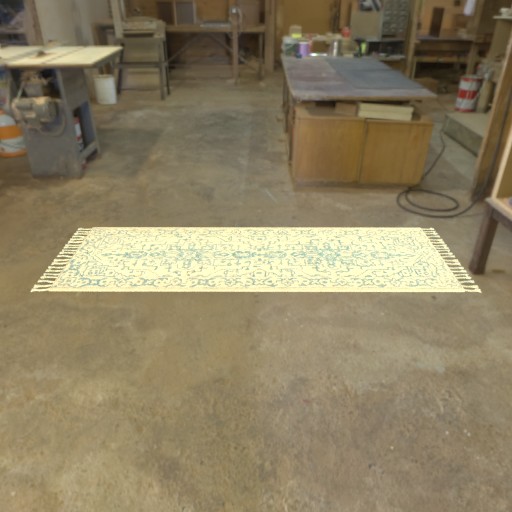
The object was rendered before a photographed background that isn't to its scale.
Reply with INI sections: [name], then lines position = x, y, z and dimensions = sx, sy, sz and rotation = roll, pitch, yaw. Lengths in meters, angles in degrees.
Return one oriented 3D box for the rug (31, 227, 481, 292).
[rug]
position = 0.000, 0.000, 2.726
dimensions = 2.449, 0.011, 0.774
rotation = 0, 30, 0
